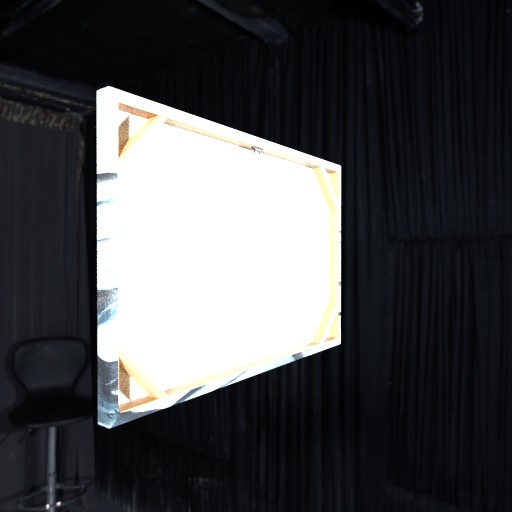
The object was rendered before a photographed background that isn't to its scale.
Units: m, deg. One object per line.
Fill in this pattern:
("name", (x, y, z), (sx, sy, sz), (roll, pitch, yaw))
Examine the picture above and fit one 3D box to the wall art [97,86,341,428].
("wall art", (0.000, 0.000, 1.162), (0.039, 0.609, 0.914), (0, 1, 37))
